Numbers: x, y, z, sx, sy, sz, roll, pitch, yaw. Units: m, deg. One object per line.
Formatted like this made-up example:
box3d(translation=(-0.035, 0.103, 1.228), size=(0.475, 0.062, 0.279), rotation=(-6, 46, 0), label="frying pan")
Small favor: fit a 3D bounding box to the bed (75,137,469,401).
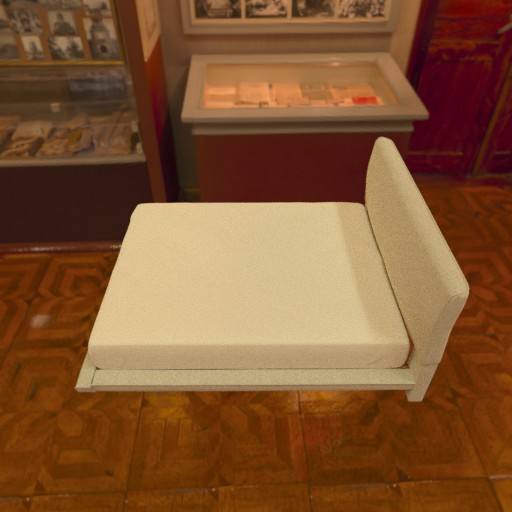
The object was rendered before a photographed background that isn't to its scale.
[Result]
box3d(translation=(0.000, 0.000, 3.565), size=(2.498, 1.126, 1.980), rotation=(0, 40, 0), label="bed")
